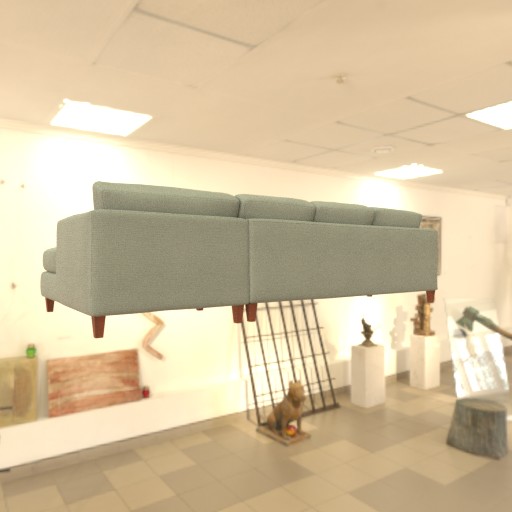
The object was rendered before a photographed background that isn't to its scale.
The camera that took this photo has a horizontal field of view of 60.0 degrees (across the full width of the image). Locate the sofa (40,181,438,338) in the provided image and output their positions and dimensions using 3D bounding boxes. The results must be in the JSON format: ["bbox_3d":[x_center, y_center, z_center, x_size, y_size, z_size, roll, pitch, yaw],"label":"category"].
[{"bbox_3d":[0.000,0.000,4.145,3.471,0.950,1.604,0,0,-35],"label":"sofa"}]
